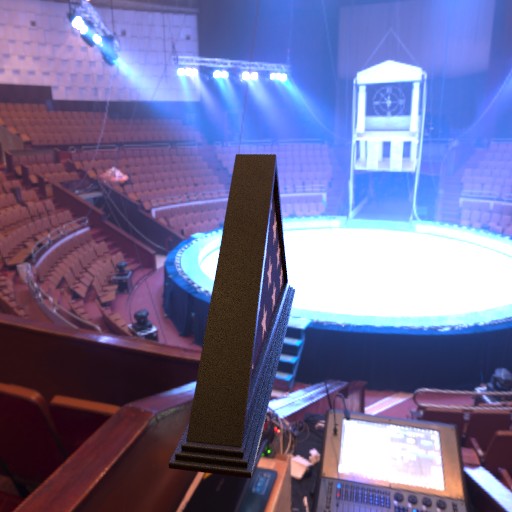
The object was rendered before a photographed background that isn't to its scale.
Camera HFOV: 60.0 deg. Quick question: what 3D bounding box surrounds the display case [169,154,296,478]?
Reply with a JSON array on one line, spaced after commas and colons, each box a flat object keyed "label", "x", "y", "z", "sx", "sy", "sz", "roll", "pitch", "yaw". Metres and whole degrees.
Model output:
[{"label": "display case", "x": 0.000, "y": 0.000, "z": 0.759, "sx": 0.095, "sy": 0.340, "sz": 0.640, "roll": 2, "pitch": 15, "yaw": 9}]
